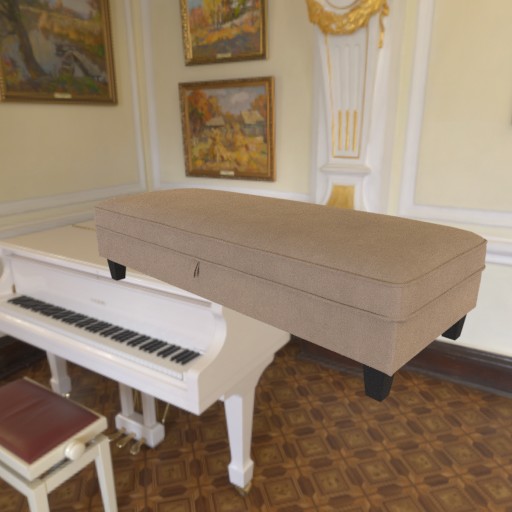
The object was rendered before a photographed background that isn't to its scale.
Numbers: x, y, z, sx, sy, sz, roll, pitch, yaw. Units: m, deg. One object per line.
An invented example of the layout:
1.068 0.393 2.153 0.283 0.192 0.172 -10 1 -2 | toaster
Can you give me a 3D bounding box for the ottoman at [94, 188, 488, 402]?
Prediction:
0.000 0.000 1.990 1.726 0.460 0.735 15 22 42 | ottoman
